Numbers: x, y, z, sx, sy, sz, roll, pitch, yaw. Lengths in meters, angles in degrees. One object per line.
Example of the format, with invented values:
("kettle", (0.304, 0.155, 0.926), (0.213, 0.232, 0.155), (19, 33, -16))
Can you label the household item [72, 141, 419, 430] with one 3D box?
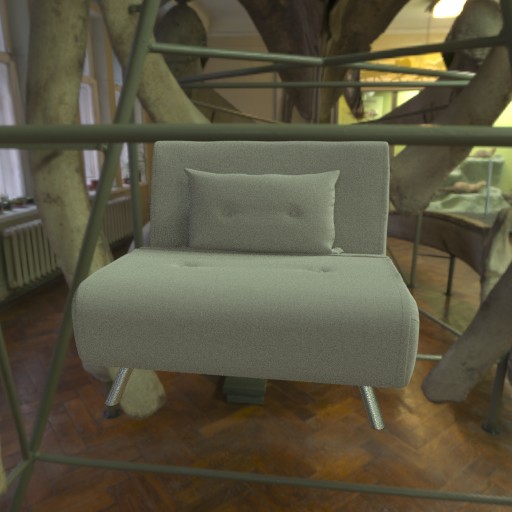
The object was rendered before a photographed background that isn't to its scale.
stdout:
("household item", (0.000, 0.000, 1.612), (1.000, 0.800, 0.874), (2, 15, 8))
